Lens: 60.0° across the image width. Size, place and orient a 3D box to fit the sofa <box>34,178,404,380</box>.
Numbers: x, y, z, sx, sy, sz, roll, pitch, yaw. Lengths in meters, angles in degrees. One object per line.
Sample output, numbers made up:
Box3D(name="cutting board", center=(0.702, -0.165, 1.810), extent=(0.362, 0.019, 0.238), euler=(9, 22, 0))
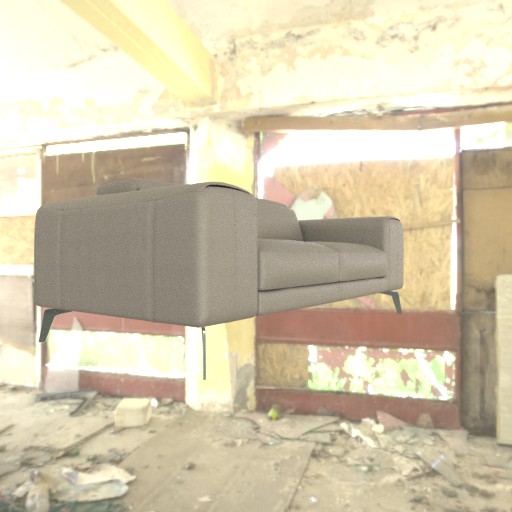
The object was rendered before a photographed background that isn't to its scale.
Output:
Box3D(name="sofa", center=(0.000, 0.000, 2.406), extent=(1.024, 0.753, 1.930), euler=(0, 0, 36))
